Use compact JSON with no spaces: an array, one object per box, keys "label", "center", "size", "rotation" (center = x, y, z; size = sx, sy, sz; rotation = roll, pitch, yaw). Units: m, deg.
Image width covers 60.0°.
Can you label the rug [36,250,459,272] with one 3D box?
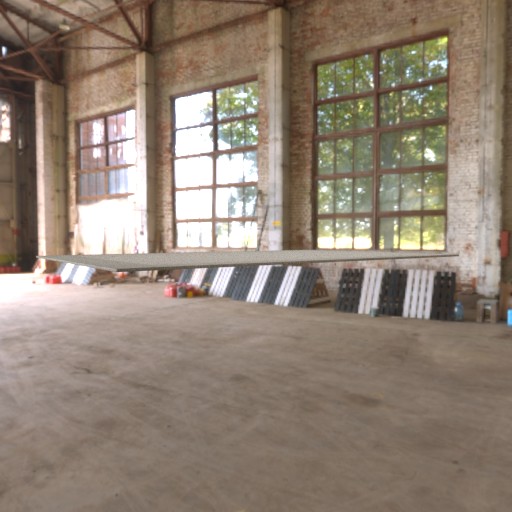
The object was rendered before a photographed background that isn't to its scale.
[{"label":"rug","center":[0.000,0.000,3.000],"size":[2.438,0.014,1.524],"rotation":[-2,3,-37]}]
